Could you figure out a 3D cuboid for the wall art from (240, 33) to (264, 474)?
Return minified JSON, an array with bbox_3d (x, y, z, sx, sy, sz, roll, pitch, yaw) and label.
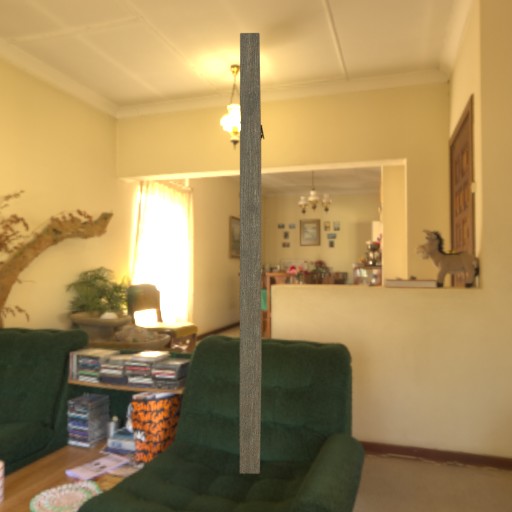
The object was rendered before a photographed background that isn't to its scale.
[{"bbox_3d":[0.000,0.000,0.692,0.027,0.459,0.462,0,-1,1],"label":"wall art"}]
